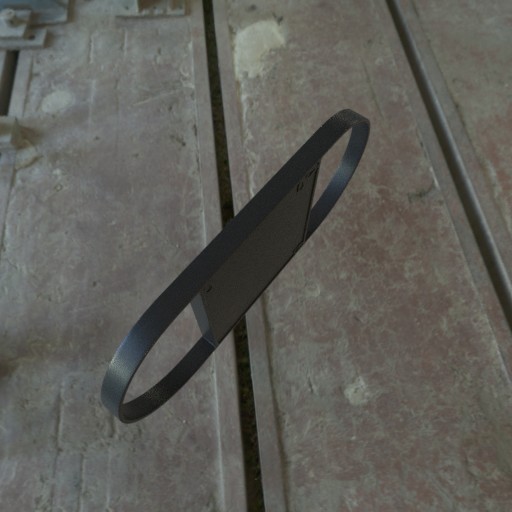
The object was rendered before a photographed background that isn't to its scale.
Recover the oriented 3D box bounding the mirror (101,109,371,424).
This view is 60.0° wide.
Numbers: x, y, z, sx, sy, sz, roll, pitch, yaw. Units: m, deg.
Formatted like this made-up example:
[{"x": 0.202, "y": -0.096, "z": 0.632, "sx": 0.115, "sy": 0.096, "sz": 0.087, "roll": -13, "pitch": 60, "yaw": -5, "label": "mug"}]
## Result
[{"x": 0.000, "y": 0.000, "z": 0.672, "sx": 0.032, "sy": 0.254, "sz": 0.584, "roll": 35, "pitch": 68, "yaw": 16, "label": "mirror"}]
